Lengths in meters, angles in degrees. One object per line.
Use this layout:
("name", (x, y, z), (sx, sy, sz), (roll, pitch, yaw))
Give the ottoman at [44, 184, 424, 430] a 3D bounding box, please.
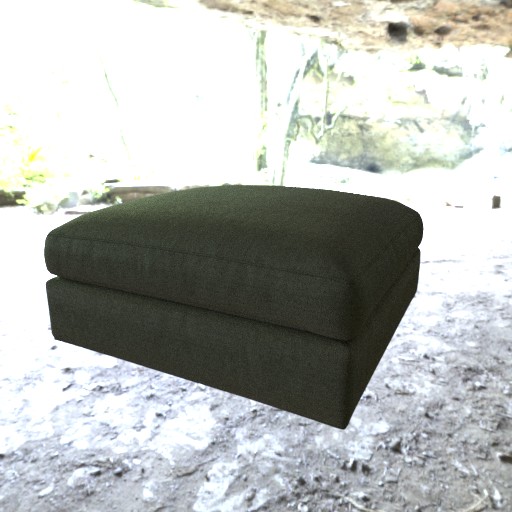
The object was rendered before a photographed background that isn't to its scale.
("ottoman", (0.000, 0.000, 1.628), (1.041, 0.470, 1.041), (8, 18, 27))
